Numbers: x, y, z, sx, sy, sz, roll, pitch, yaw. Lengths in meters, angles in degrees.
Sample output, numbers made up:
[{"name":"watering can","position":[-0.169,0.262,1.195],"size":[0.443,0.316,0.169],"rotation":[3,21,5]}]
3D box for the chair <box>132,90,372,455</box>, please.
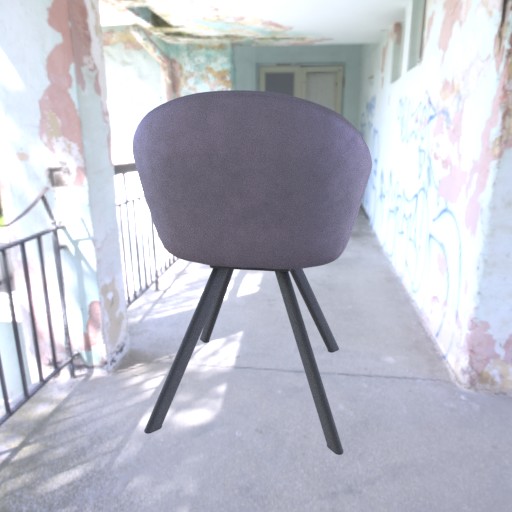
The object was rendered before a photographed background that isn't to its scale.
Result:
[{"name":"chair","position":[0.000,0.000,1.163],"size":[0.567,0.781,0.544],"rotation":[3,17,9]}]
